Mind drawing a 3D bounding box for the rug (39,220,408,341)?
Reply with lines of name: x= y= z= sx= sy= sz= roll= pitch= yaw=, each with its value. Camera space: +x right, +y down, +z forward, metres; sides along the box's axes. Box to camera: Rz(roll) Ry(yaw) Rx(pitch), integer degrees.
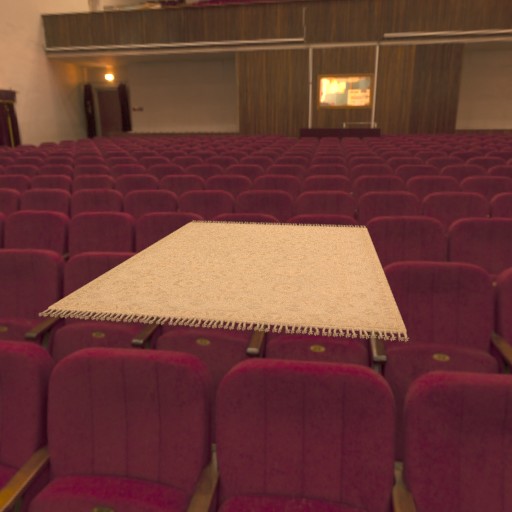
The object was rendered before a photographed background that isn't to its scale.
rug: x=0.000 y=0.000 z=2.263 sx=1.223 sy=0.015 sz=1.771 roll=2 pitch=15 yaw=9
